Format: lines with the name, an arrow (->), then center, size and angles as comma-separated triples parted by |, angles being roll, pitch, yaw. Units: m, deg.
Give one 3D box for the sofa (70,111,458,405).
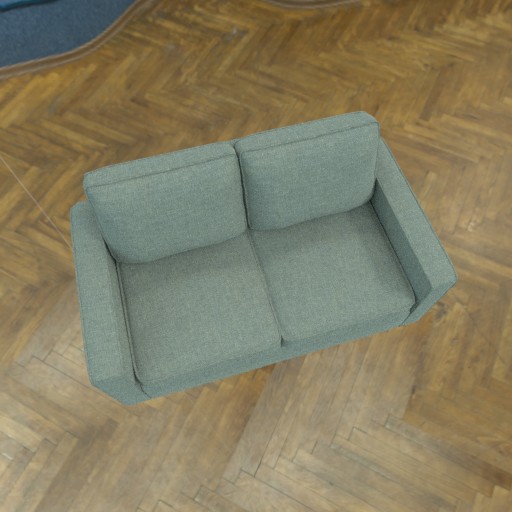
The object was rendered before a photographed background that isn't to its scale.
sofa -> 0.000, 0.000, 2.243 | 1.706, 0.915, 0.945 | -15, 64, -7
